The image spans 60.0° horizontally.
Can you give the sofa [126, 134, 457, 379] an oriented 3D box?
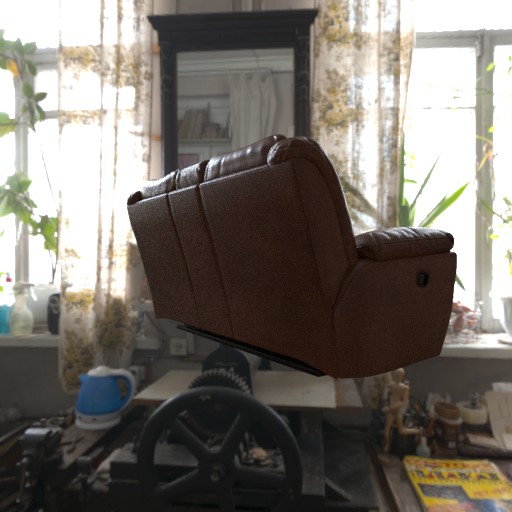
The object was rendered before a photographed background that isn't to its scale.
[{"bbox_3d":[0.000,0.000,2.654,0.991,1.043,2.058,0,0,-34],"label":"sofa"}]
